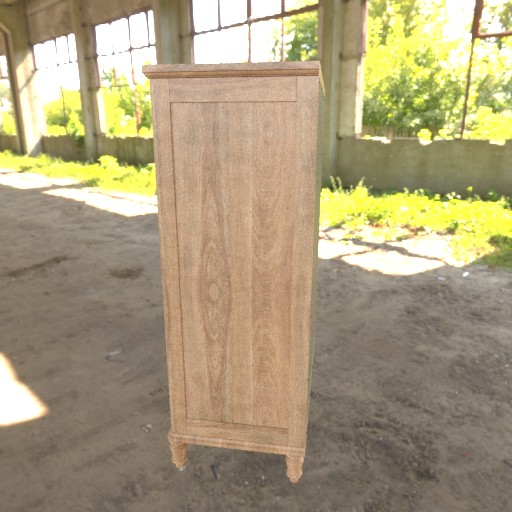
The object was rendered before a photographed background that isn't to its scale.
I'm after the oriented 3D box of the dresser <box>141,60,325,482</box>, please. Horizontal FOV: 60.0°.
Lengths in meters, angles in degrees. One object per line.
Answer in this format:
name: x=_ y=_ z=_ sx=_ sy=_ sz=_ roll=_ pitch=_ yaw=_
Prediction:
dresser: x=0.000 y=0.000 z=1.788 sx=0.484 sy=1.318 sz=0.973 roll=3 pitch=16 yaw=9
